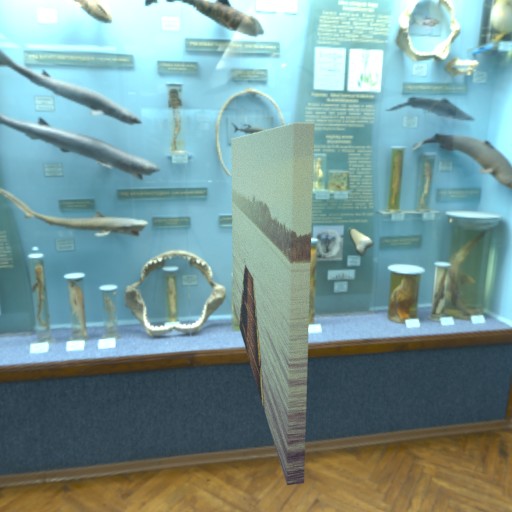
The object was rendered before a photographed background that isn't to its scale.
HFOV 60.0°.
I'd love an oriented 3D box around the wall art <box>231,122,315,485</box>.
[{"bbox_3d":[0.000,0.000,1.439,0.040,0.765,1.149,-2,14,-8],"label":"wall art"}]
